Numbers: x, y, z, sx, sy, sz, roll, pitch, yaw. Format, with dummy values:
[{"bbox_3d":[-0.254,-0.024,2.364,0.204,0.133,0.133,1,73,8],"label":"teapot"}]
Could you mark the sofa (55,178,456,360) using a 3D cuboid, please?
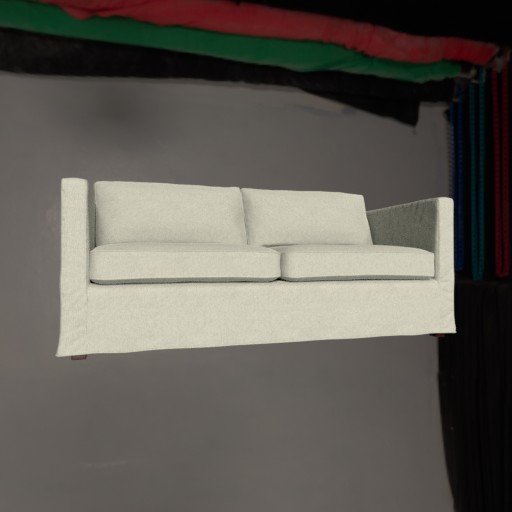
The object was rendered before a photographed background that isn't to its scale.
[{"bbox_3d":[0.000,0.000,2.511,1.987,0.870,0.940,0,-1,-18],"label":"sofa"}]
